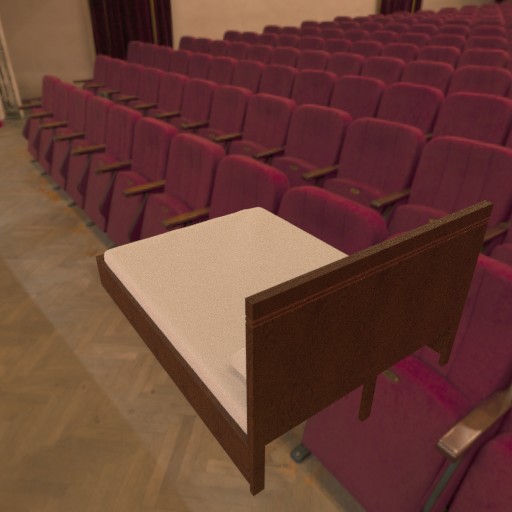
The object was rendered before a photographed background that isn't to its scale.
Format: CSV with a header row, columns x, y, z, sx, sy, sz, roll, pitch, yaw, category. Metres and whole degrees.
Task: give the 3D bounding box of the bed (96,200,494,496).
x,y,z,sx,sy,sz,roll,pitch,yaw,category
0.000,0.000,3.090,1.613,1.169,2.221,-20,35,-30,bed
